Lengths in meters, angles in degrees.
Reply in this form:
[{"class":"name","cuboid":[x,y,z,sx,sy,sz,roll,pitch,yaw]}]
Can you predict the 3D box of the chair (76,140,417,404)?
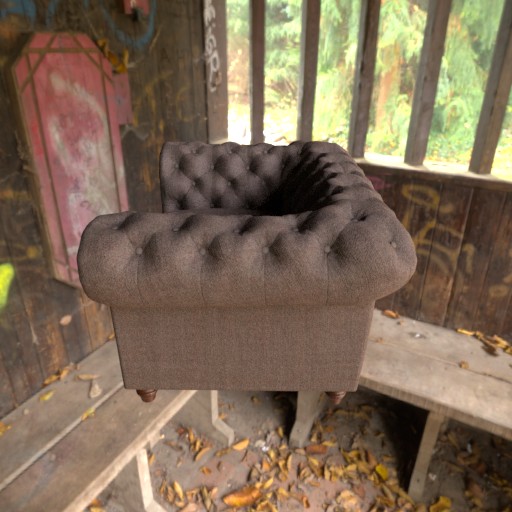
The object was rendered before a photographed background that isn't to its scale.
[{"class":"chair","cuboid":[0.000,0.000,1.851,0.945,0.780,1.298,0,26,1]}]
